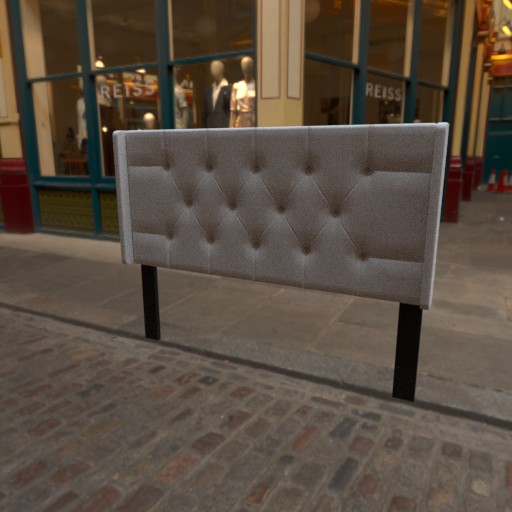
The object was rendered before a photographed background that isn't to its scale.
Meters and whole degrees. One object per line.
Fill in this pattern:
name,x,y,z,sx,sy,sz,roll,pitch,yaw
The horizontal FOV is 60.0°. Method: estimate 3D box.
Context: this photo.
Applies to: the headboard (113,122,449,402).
headboard,0.000,0.000,2.733,2.051,1.524,0.184,7,15,26
